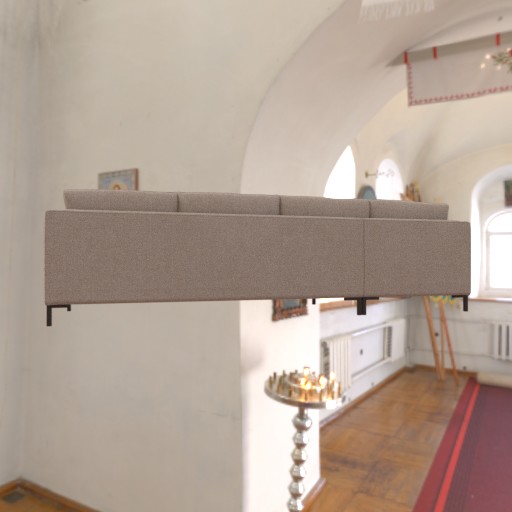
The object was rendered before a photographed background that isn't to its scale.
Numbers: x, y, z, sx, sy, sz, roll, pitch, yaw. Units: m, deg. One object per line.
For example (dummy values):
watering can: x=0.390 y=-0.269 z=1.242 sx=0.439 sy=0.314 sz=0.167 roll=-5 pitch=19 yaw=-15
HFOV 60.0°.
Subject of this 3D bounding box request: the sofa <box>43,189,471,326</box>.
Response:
sofa: x=0.000 y=0.000 z=3.550 sx=2.923 sy=0.816 sz=1.469 roll=0 pitch=-1 yaw=-15
